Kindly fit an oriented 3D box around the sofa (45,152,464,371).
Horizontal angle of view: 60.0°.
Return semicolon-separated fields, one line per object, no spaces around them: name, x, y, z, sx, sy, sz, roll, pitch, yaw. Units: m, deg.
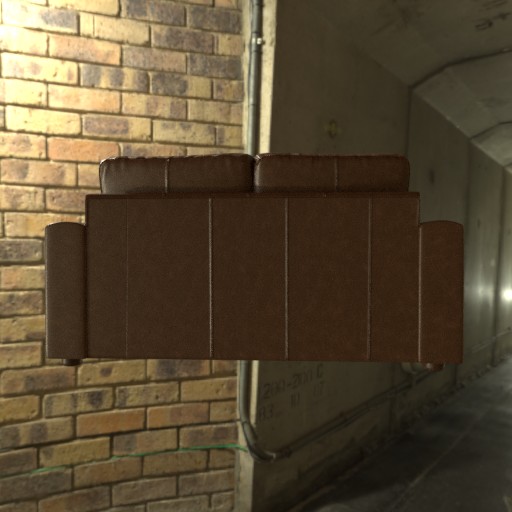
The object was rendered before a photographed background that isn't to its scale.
sofa;0.000;0.000;2.194;1.616;0.873;1.016;0;1;3
